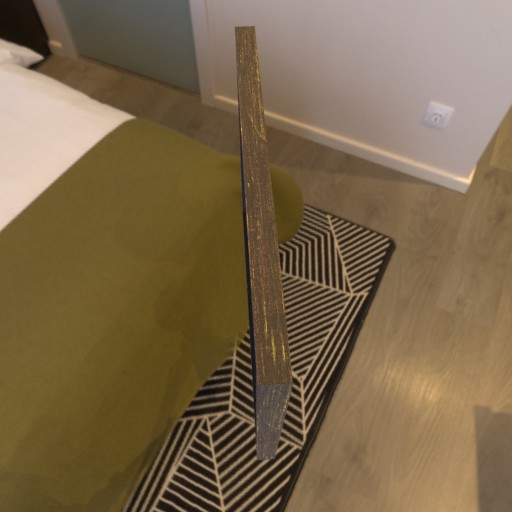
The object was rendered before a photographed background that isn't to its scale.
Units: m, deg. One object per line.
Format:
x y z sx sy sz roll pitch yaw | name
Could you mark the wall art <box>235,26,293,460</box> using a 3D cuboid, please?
0.000 0.000 0.735 0.032 0.457 0.558 -3 58 -2 | wall art
